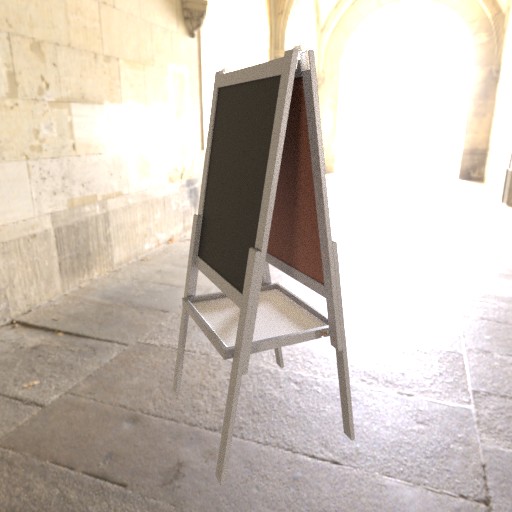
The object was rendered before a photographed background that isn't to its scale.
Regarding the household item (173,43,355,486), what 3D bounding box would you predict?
[{"bbox_3d":[0.000,0.000,1.424,0.469,1.172,0.531,-7,18,-24],"label":"household item"}]
